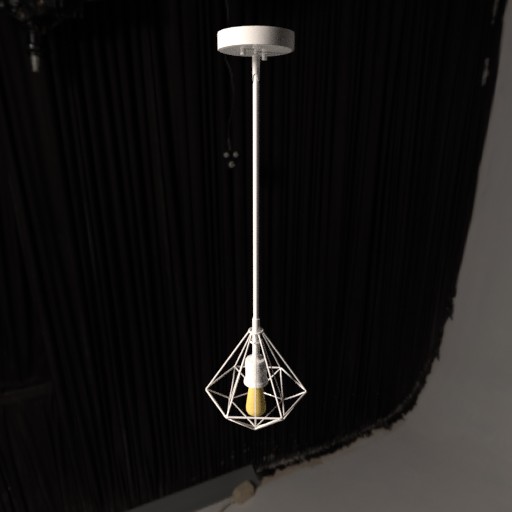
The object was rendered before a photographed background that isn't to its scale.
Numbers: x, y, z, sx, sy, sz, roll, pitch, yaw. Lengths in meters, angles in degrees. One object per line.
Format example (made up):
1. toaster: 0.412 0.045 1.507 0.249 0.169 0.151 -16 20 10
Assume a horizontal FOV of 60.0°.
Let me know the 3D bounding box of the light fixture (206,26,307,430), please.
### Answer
1. light fixture: 0.000 0.000 1.941 0.431 1.764 0.487 -8 19 -26
